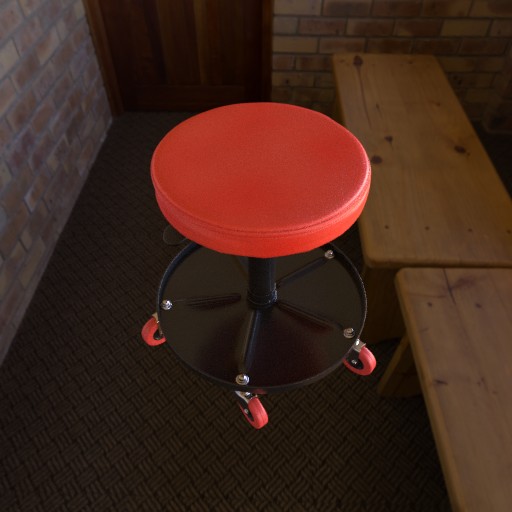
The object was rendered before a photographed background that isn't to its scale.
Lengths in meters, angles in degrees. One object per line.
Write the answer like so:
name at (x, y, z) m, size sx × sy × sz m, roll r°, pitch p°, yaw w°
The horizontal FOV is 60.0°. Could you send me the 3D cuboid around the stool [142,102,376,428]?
stool at (0.000, 0.000, 0.678) m, size 0.382 × 0.365 × 0.381 m, roll -23°, pitch 51°, yaw -20°
